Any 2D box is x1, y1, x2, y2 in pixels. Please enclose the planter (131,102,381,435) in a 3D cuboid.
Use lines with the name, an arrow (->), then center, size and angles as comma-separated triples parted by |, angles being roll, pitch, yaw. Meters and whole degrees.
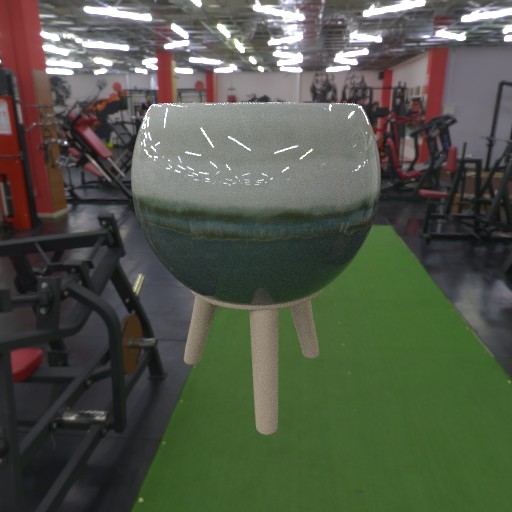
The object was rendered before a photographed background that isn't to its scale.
planter -> 0.000, 0.000, 0.430 | 0.222, 0.278, 0.222 | 0, 18, 0
